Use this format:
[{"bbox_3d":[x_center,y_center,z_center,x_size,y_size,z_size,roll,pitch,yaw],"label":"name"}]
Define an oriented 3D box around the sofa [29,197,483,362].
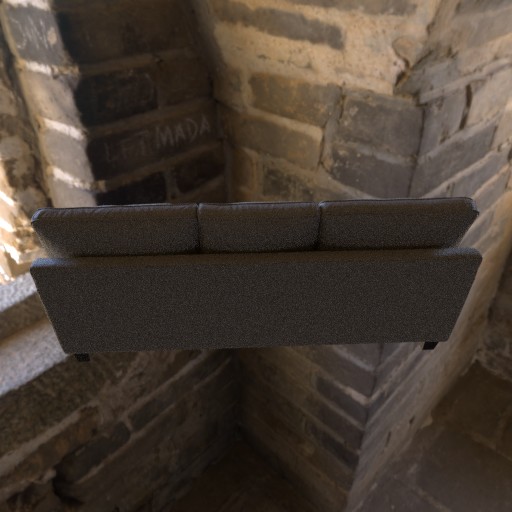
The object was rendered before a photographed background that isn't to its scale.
[{"bbox_3d":[0.000,0.000,2.782,2.323,0.997,1.016,-1,31,-2],"label":"sofa"}]
